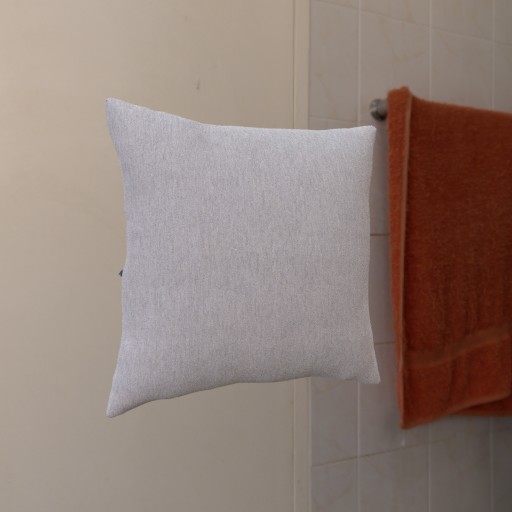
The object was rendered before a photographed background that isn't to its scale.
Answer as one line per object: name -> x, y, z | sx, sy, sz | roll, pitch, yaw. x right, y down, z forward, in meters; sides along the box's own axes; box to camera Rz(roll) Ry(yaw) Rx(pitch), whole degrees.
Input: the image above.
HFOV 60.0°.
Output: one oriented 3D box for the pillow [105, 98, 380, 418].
pillow -> 0.000, 0.000, 0.673 | 0.433, 0.436, 0.173 | 0, 1, -19
